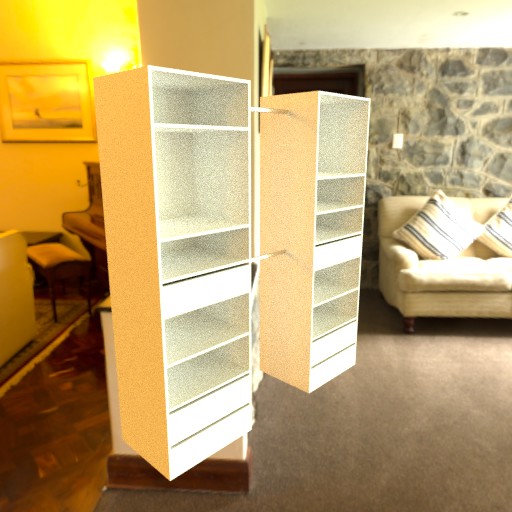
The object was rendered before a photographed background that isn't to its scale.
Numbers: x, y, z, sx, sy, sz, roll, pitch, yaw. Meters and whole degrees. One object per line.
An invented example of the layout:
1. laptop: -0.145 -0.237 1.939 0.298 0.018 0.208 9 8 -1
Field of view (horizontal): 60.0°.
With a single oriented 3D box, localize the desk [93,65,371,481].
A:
1. desk: 0.000 0.000 2.831 0.480 2.000 1.770 13 19 43
